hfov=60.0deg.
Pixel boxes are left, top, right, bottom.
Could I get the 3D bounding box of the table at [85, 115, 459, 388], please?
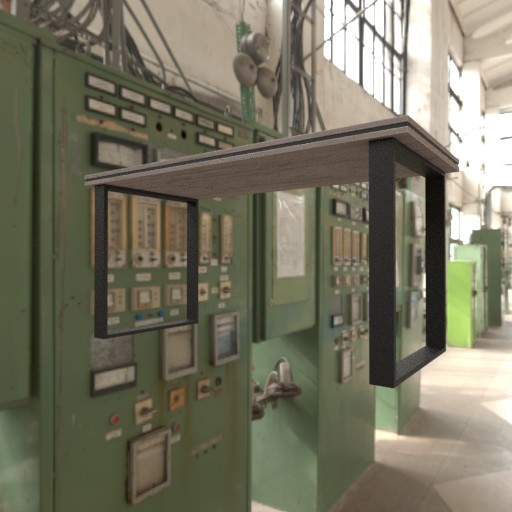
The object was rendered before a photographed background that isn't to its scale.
[{"bbox_3d":[0.000,0.000,2.270,1.778,0.899,0.795,0,-1,36],"label":"table"}]
